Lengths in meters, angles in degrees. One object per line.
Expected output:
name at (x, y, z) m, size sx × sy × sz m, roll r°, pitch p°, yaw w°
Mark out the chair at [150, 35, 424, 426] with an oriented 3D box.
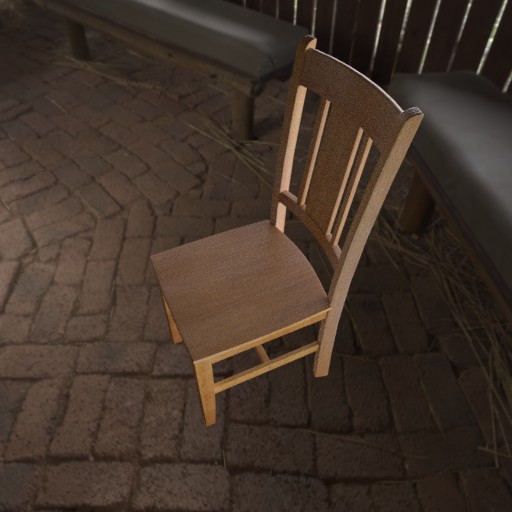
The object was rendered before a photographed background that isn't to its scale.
chair at (0.000, 0.000, 1.285) m, size 0.556 × 0.998 × 0.450 m, roll -19°, pitch 49°, yaw -17°
